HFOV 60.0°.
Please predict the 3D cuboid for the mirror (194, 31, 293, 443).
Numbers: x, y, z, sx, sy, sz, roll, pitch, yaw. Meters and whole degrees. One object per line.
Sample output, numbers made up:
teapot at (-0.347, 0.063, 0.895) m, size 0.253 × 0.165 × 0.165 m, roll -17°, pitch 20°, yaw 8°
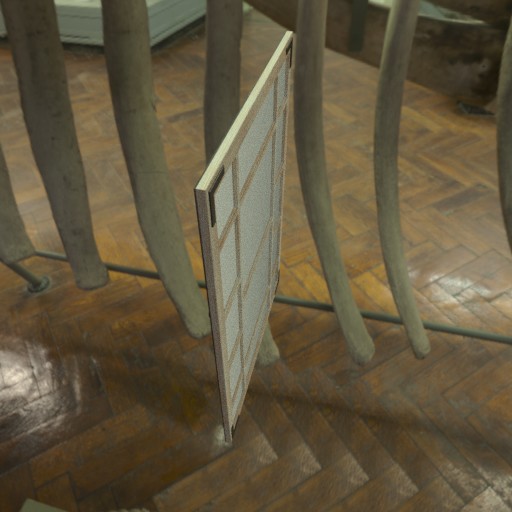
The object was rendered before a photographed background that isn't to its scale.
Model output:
mirror at (0.000, 0.000, 1.285) m, size 0.025 × 0.996 × 0.705 m, roll 10°, pitch 47°, yaw 10°
